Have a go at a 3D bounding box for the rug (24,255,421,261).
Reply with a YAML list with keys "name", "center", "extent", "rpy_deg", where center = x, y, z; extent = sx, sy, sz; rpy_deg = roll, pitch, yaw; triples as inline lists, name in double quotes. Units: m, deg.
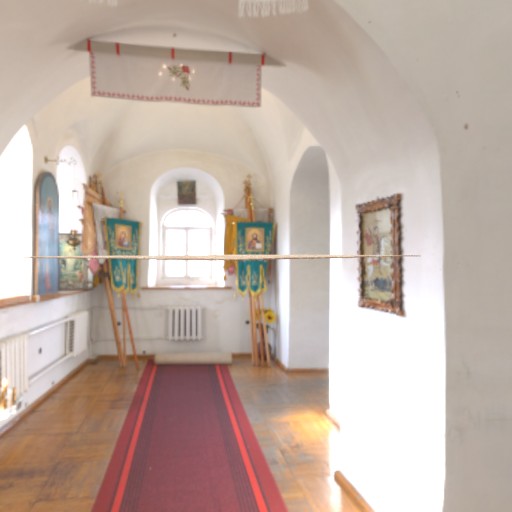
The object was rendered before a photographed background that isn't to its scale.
- name: "rug"
  center: [0.000, 0.000, 2.211]
  extent: [1.146, 0.010, 1.745]
  rpy_deg: [0, 1, 36]
